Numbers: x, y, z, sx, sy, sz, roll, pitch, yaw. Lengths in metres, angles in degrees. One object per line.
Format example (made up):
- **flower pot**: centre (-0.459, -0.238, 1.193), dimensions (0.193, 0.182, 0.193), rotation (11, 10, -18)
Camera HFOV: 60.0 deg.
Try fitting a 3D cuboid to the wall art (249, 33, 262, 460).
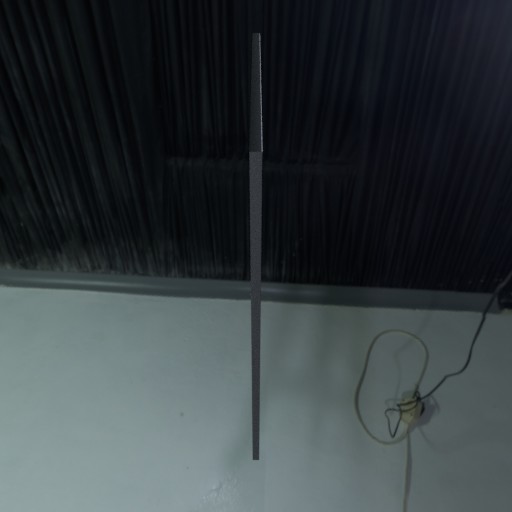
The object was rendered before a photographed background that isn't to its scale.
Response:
- **wall art**: centre (0.000, 0.000, 0.829), dimensions (0.013, 0.657, 0.457), rotation (0, 40, 0)
